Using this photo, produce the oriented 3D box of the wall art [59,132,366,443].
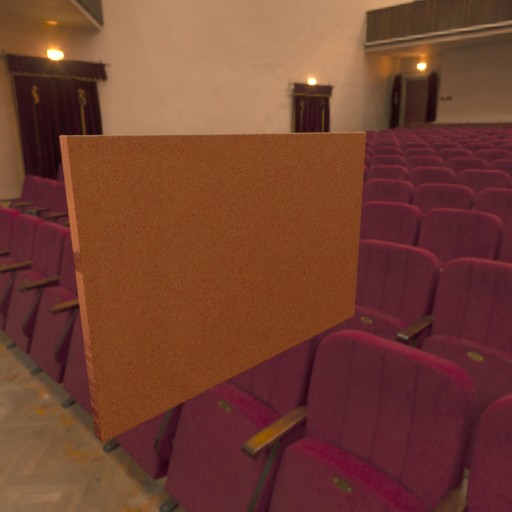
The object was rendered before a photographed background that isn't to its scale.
[{"bbox_3d":[0.000,0.000,0.767,0.615,0.410,0.021,-15,22,-42],"label":"wall art"}]
